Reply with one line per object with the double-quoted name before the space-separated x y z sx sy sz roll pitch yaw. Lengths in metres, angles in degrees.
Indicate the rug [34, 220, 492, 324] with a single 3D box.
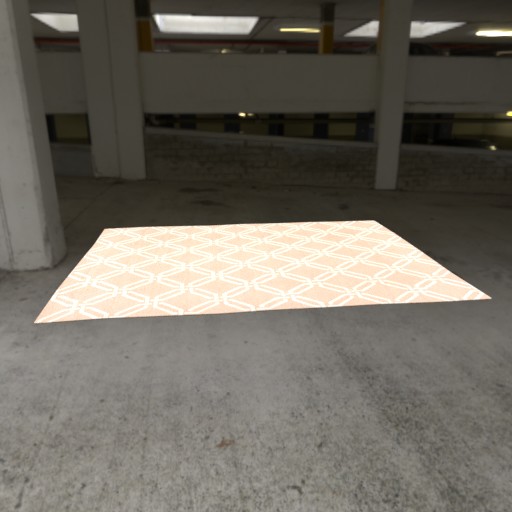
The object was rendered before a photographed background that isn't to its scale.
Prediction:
"rug" 0.000 0.000 4.335 3.365 0.020 2.452 -2 19 -7
